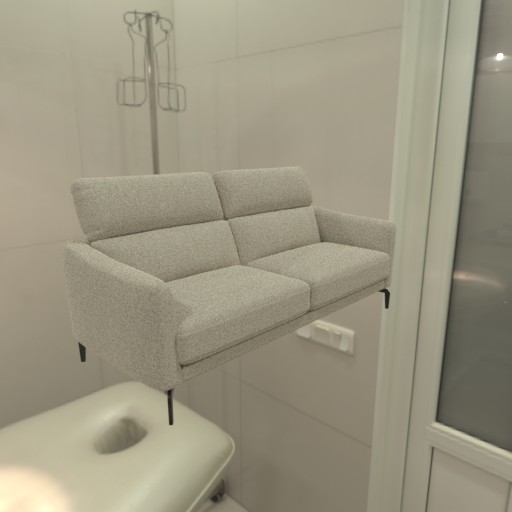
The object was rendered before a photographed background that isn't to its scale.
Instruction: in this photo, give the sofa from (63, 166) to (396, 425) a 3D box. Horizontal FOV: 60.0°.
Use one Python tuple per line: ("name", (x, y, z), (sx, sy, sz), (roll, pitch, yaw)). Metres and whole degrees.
("sofa", (0.000, 0.000, 2.616), (0.856, 0.956, 2.015), (13, 19, 42))
